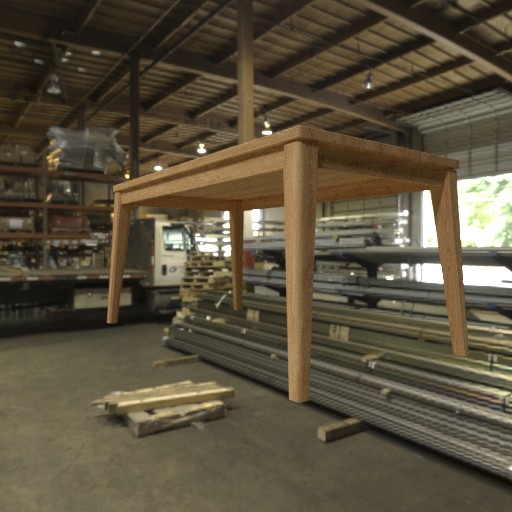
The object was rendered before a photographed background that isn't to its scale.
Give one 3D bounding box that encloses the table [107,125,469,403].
[{"bbox_3d":[0.000,0.000,2.100,0.900,0.760,1.600,-1,2,-37],"label":"table"}]
